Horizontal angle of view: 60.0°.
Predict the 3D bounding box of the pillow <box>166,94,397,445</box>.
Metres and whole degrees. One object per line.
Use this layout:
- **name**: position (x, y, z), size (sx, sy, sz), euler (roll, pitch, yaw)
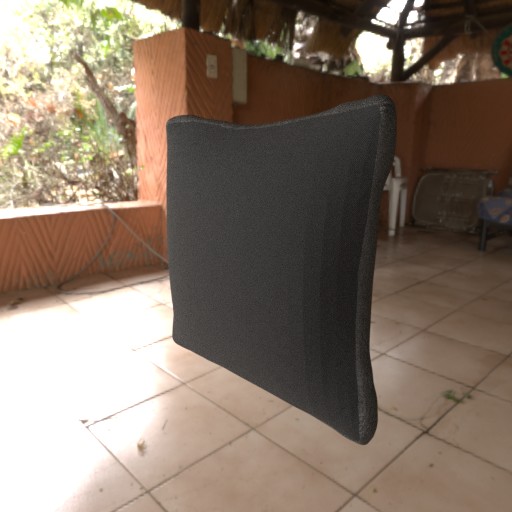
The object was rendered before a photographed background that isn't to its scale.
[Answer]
- **pillow**: position (0.000, 0.000, 0.813), size (0.210, 0.523, 0.533), euler (-13, 19, -43)
